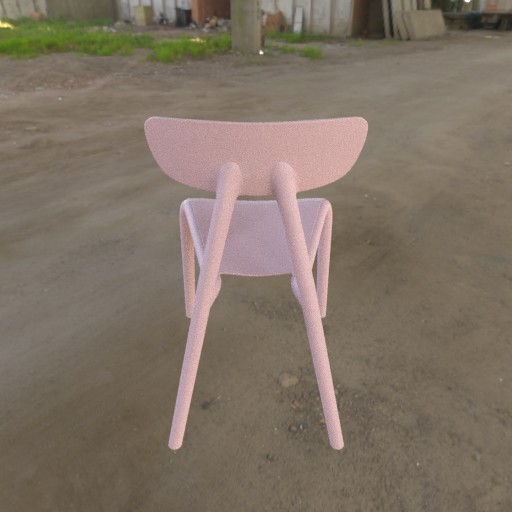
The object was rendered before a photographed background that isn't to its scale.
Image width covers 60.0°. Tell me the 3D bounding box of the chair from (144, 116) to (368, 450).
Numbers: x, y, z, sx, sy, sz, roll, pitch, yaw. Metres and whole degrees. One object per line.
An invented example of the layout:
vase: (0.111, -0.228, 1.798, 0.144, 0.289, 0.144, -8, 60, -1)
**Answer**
chair: (0.000, 0.000, 0.825, 0.356, 0.580, 0.401, 0, 31, 0)
